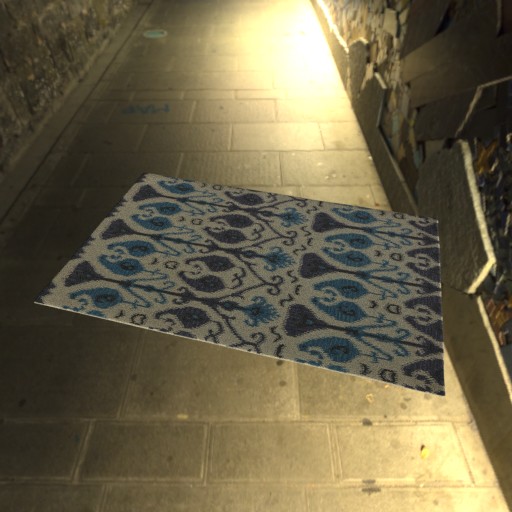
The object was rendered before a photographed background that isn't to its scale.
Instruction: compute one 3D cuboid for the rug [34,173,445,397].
[{"bbox_3d":[0.000,0.000,2.121,1.698,0.013,1.072,10,44,11],"label":"rug"}]
